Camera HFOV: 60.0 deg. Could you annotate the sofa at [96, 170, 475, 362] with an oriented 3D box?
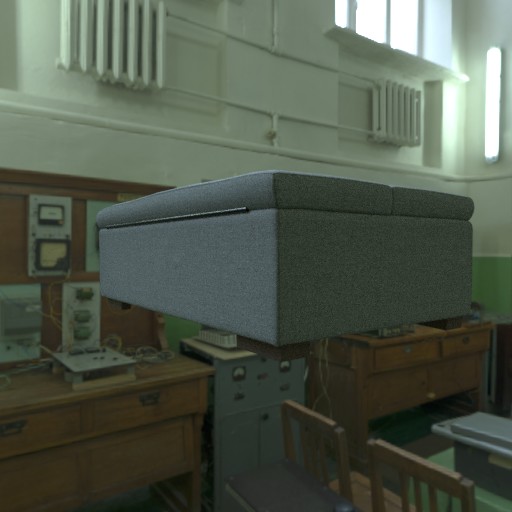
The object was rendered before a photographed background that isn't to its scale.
[{"bbox_3d":[0.000,0.000,1.635,0.817,0.434,1.250,-1,1,-36],"label":"sofa"}]
